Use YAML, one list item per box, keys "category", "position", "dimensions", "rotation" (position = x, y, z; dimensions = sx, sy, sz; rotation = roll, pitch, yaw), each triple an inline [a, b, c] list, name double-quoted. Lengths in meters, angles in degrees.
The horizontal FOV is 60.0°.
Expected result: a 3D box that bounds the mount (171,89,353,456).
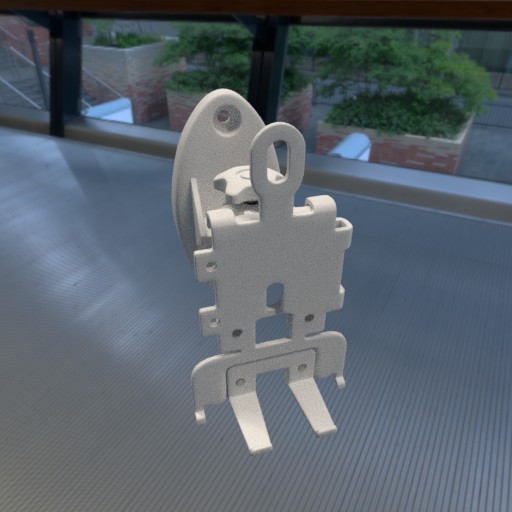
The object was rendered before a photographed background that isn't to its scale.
- category: "mount"
  position: [0.000, 0.000, 0.177]
  dimensions: [0.066, 0.118, 0.100]
  rotation: [-9, 34, -14]
